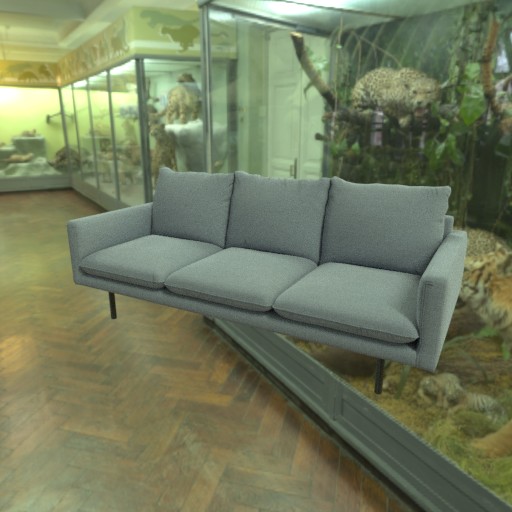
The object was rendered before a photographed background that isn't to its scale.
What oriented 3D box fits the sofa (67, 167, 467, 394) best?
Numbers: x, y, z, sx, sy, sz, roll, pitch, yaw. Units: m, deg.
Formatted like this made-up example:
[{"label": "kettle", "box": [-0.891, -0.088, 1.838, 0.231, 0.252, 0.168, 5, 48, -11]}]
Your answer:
[{"label": "sofa", "box": [0.000, 0.000, 2.400, 2.000, 0.830, 0.850, 9, 19, 28]}]
